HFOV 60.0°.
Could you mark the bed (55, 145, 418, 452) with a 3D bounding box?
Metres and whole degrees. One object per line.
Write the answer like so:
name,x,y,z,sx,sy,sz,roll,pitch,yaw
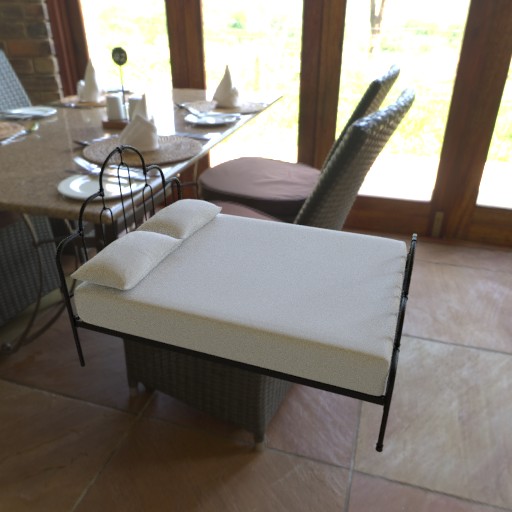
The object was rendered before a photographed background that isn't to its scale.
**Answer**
bed,0.000,0.000,3.279,2.181,1.444,1.626,10,29,18
